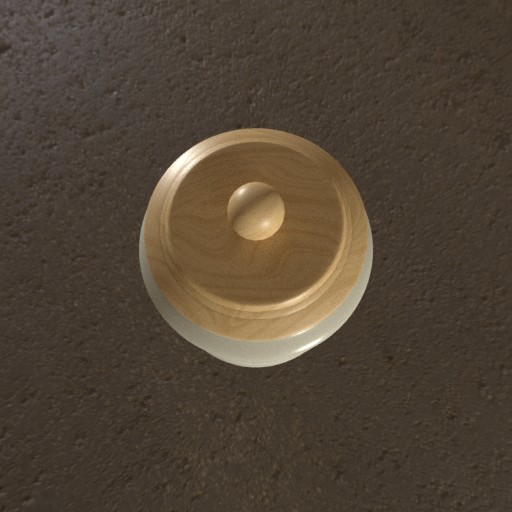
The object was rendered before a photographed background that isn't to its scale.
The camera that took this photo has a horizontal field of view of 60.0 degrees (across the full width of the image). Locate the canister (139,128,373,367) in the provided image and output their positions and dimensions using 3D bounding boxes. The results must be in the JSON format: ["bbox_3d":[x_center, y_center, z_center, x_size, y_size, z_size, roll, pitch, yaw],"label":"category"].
[{"bbox_3d":[0.000,0.000,0.274,0.130,0.176,0.130,0,74,0],"label":"canister"}]
